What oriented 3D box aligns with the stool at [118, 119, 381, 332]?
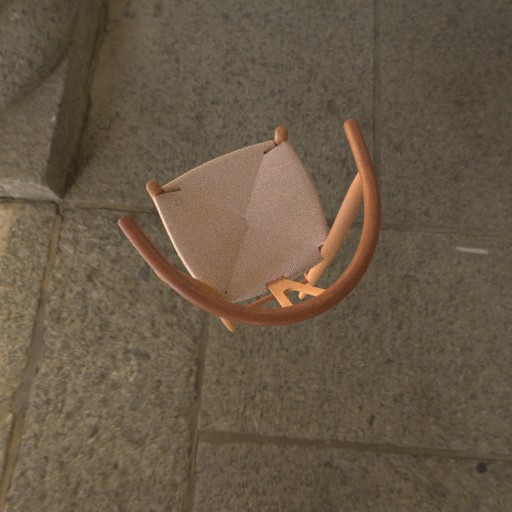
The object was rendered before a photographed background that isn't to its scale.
[{"bbox_3d":[0.000,0.000,1.401,0.574,1.068,0.561,-24,76,-6],"label":"stool"}]
